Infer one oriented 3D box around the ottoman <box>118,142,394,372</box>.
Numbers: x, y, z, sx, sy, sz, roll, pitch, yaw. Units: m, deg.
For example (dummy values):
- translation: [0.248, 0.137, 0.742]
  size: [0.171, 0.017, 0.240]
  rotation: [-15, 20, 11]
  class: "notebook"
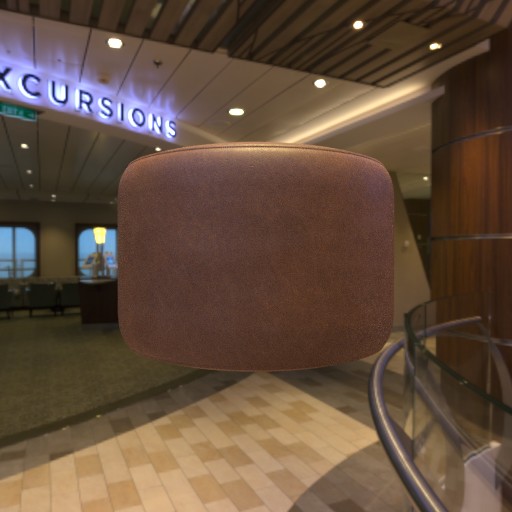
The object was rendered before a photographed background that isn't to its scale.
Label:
- translation: [0.000, 0.000, 1.020]
  size: [0.607, 0.438, 0.607]
  rotation: [0, 0, 0]
  class: "ottoman"
